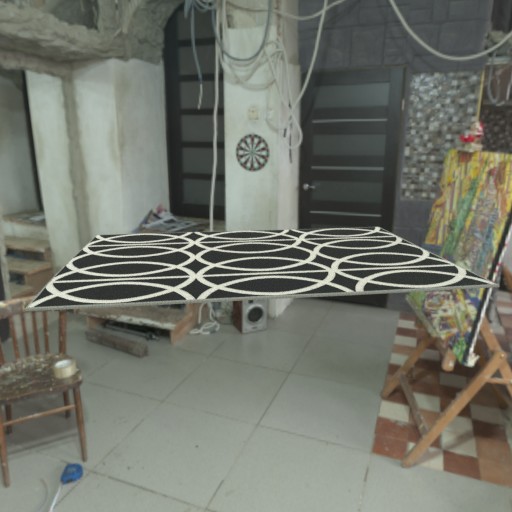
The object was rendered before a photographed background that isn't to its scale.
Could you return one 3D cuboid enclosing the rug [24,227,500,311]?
[{"bbox_3d":[0.000,0.000,2.817,2.290,0.014,1.526,-2,15,-8],"label":"rug"}]
